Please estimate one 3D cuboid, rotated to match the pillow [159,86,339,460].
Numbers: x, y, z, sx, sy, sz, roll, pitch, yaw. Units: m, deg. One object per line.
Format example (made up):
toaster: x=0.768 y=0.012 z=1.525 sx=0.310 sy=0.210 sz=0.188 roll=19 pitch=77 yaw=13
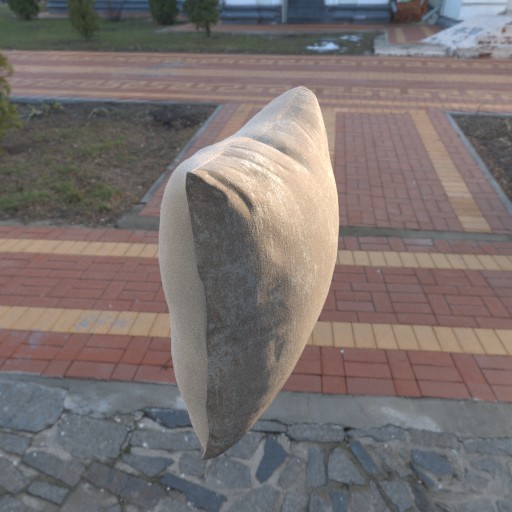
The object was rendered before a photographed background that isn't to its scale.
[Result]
pillow: x=0.000 y=0.000 z=0.714 sx=0.245 sy=0.448 sz=0.450 roll=12 pitch=33 yaw=18
